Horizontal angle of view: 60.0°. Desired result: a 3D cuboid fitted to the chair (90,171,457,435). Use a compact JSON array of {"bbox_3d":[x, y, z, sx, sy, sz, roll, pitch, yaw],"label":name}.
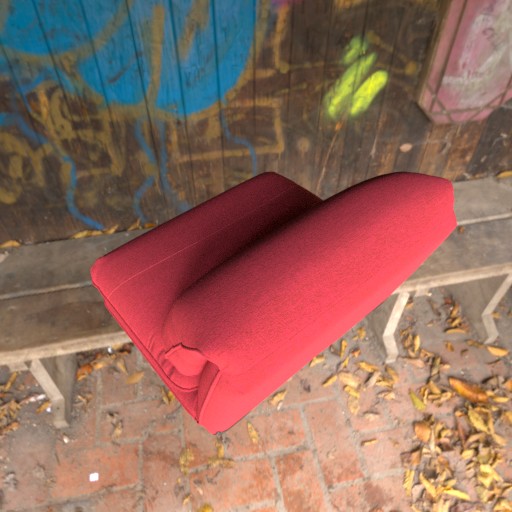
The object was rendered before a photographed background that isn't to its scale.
[{"bbox_3d":[0.000,0.000,1.344,0.820,0.580,0.780,-32,55,-26],"label":"chair"}]
